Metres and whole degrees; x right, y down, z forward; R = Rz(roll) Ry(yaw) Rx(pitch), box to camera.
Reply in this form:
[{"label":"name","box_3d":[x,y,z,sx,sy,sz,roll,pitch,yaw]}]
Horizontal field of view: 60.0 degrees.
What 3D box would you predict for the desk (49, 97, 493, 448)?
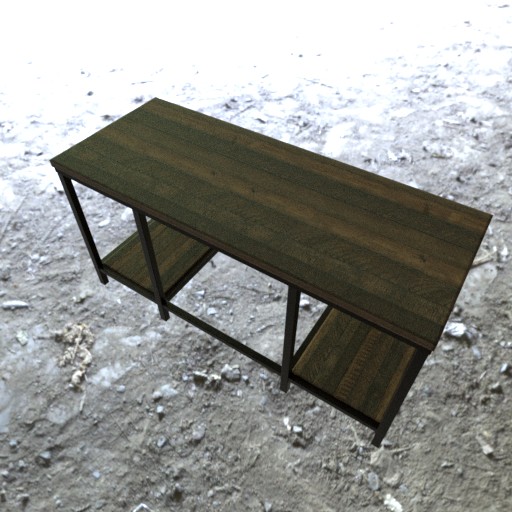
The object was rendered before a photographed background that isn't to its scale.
[{"label":"desk","box_3d":[0.000,0.000,1.902,1.538,0.753,0.617,25,52,22]}]
